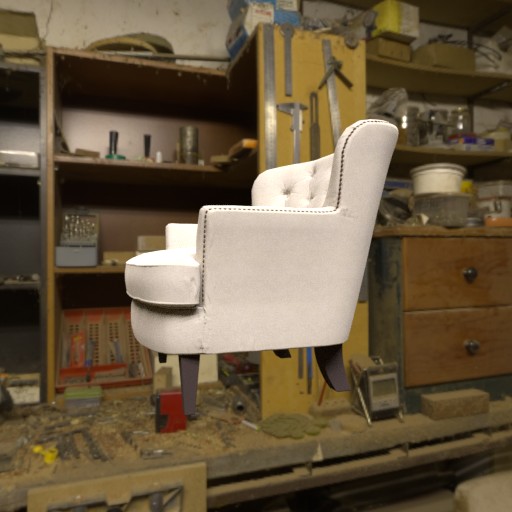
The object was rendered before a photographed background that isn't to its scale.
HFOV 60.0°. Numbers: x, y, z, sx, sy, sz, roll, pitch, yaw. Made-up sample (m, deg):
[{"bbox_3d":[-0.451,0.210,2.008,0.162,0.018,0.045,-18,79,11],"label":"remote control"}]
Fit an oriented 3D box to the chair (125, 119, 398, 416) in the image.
[{"bbox_3d":[0.000,0.000,1.605,0.906,0.868,0.848,0,0,-18],"label":"chair"}]
